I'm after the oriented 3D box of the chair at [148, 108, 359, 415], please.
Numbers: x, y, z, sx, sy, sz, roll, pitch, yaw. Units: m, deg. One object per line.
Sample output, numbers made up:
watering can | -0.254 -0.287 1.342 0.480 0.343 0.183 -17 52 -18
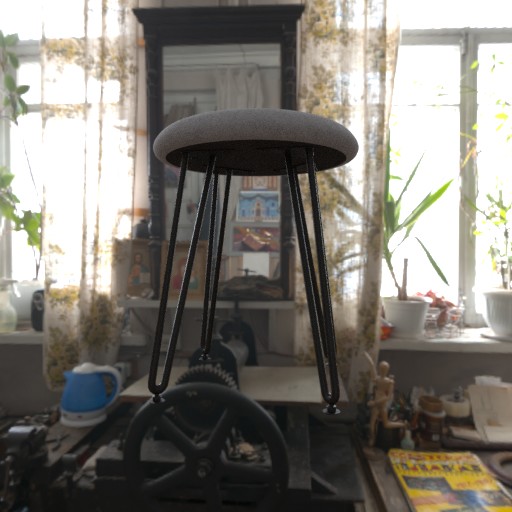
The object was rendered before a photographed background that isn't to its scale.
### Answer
chair | 0.000 0.000 0.684 0.350 0.386 0.350 -1 1 -35
